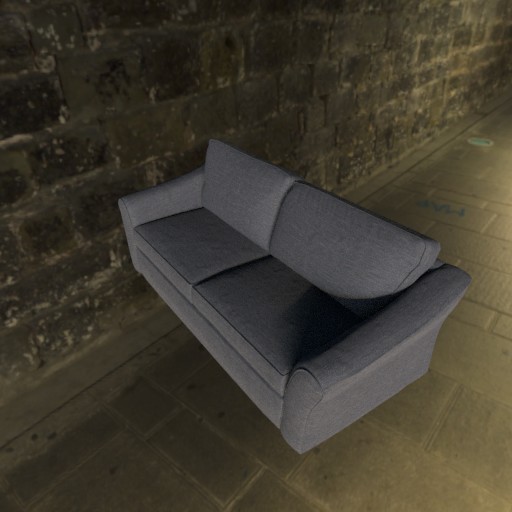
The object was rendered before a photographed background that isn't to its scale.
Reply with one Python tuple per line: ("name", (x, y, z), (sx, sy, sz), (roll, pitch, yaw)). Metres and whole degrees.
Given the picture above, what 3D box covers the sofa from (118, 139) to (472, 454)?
("sofa", (0.000, 0.000, 2.793), (0.971, 0.950, 2.270), (-21, 37, -30))
